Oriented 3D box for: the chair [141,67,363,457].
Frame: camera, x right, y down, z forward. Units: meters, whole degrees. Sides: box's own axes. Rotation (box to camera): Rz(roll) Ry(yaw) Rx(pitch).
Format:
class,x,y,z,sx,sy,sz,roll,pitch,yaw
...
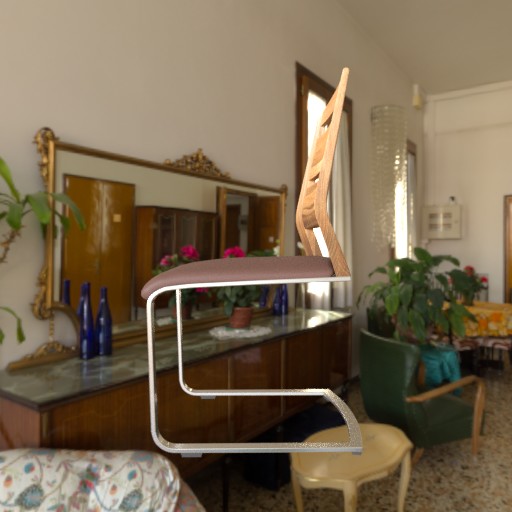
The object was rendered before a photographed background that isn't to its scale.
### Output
class,x,y,z,sx,sy,sz,roll,pitch,yaw
chair,0.000,0.000,1.295,0.570,0.970,0.460,0,1,-1
